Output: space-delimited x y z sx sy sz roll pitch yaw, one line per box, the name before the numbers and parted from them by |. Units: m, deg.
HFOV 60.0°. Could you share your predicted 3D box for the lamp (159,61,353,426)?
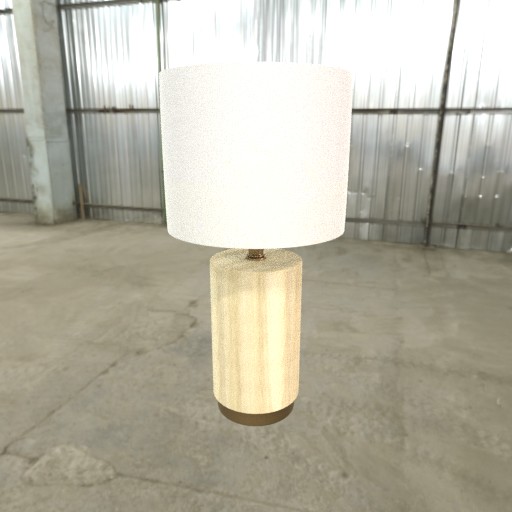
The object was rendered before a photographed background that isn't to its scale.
lamp | 0.000 0.000 0.587 0.228 0.444 0.228 -15 22 -43
